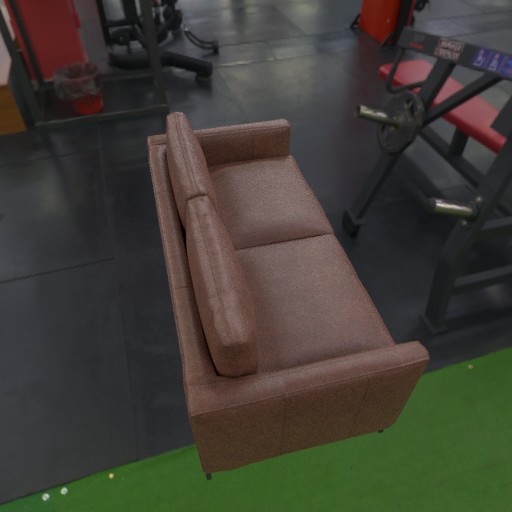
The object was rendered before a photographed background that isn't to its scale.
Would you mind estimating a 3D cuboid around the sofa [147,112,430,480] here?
[{"bbox_3d":[0.000,0.000,2.249,0.899,0.883,1.797,-11,47,-10],"label":"sofa"}]
